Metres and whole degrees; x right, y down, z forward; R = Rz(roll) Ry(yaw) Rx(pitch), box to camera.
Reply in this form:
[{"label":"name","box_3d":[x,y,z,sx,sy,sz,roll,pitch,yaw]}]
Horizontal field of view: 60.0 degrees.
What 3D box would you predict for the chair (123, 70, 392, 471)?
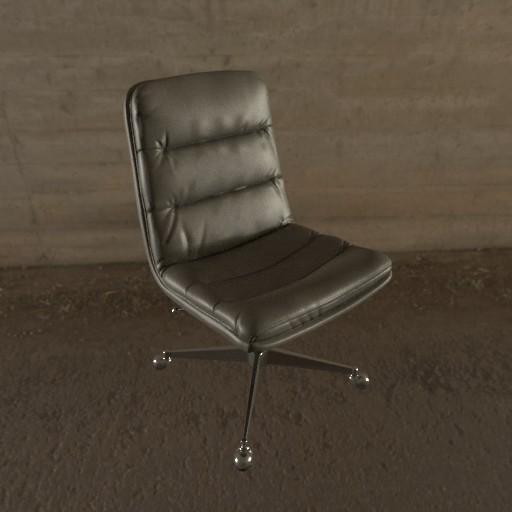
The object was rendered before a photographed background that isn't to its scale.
[{"label":"chair","box_3d":[0.000,0.000,1.009,0.422,0.738,0.485,-21,36,-32]}]
